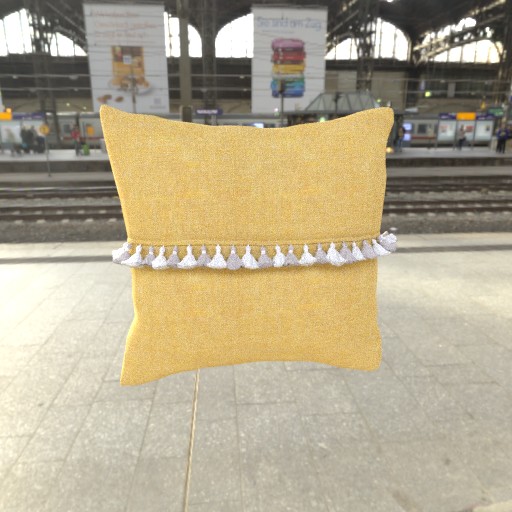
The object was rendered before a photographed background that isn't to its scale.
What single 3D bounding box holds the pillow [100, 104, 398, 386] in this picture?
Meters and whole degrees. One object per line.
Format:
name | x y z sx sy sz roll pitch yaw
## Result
pillow | 0.000 0.000 0.745 0.485 0.481 0.167 -2 15 -7
